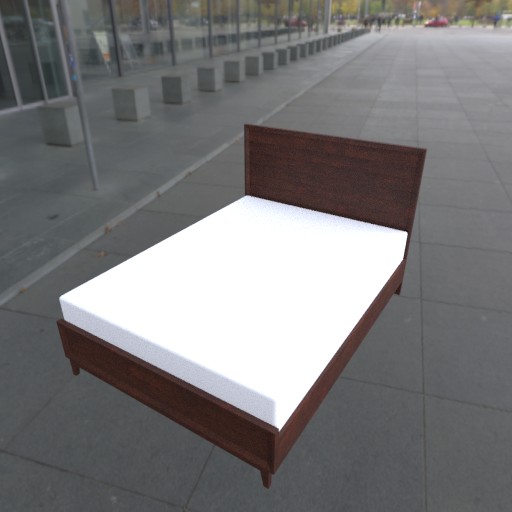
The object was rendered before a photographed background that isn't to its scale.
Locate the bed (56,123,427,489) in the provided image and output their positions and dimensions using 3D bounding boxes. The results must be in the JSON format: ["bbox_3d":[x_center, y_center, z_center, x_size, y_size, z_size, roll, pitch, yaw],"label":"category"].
[{"bbox_3d":[0.000,0.000,3.135,1.600,1.270,2.184,17,33,28],"label":"bed"}]
